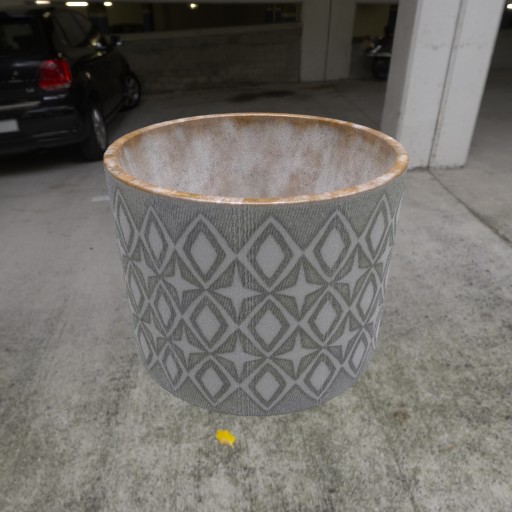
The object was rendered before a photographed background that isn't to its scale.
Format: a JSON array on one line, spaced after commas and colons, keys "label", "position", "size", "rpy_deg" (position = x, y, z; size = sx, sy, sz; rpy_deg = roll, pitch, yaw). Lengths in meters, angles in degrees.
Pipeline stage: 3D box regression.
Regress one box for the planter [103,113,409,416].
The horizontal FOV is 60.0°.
[{"label": "planter", "position": [0.000, 0.000, 0.440], "size": [0.255, 0.223, 0.255], "rpy_deg": [0, 30, 0]}]
